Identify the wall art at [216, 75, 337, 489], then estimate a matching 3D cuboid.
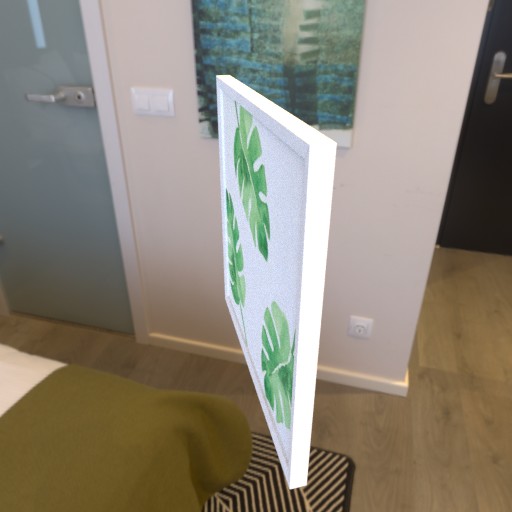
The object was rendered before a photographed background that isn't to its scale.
[{"bbox_3d":[0.000,0.000,1.118,0.040,0.762,0.762,-7,30,-12],"label":"wall art"}]
